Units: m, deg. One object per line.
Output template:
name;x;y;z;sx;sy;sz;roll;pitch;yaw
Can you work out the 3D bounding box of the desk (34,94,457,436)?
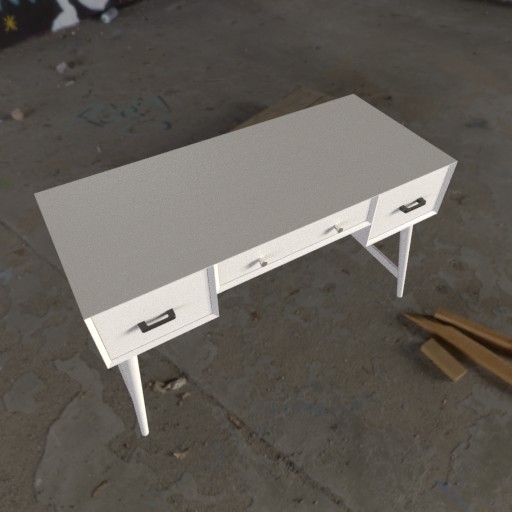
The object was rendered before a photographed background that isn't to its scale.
desk;0.000;0.000;1.761;1.313;0.762;0.589;-23;51;-20
